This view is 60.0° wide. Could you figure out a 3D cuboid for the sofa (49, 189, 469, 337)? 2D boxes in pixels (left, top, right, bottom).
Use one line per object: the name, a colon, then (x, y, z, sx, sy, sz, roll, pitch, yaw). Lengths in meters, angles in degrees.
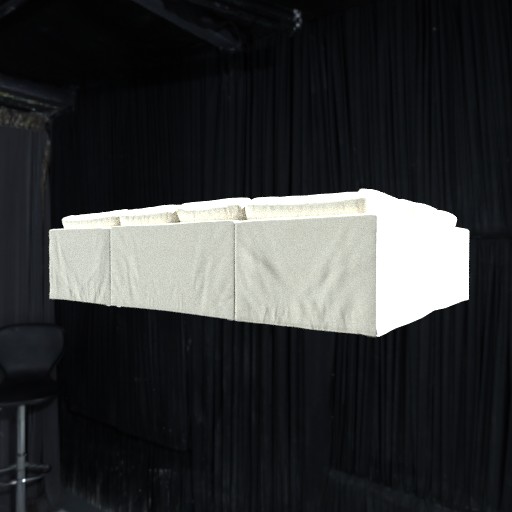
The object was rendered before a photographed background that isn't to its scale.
sofa: (0.000, 0.000, 4.427, 3.460, 0.882, 2.427, 0, 1, 36)
